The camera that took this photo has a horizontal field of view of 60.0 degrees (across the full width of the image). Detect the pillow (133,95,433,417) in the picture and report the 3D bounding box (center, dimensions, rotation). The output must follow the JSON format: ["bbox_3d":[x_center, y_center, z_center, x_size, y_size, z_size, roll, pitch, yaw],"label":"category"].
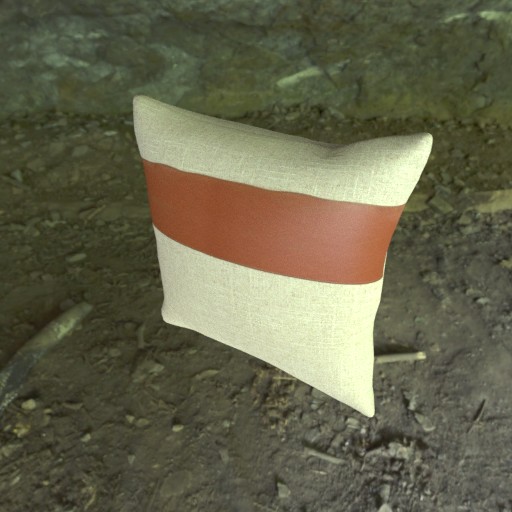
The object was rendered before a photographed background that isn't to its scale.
[{"bbox_3d":[0.000,0.000,0.627,0.414,0.399,0.173,18,34,29],"label":"pillow"}]
